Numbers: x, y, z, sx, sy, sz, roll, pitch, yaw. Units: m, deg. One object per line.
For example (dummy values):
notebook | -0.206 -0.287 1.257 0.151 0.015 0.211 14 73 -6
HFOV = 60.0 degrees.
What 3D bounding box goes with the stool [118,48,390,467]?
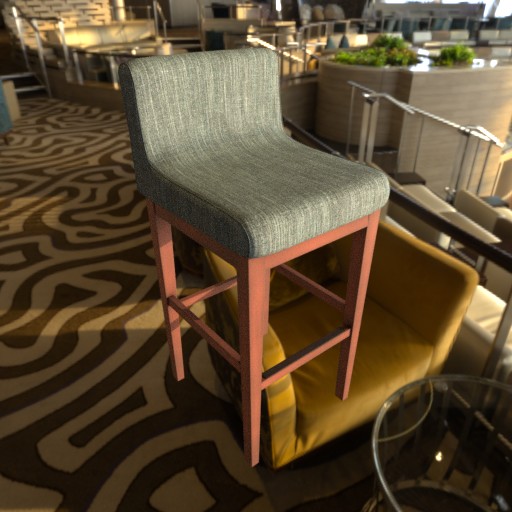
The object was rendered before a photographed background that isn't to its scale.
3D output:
stool | 0.000 0.000 1.184 0.426 0.965 0.499 -22 37 -32
